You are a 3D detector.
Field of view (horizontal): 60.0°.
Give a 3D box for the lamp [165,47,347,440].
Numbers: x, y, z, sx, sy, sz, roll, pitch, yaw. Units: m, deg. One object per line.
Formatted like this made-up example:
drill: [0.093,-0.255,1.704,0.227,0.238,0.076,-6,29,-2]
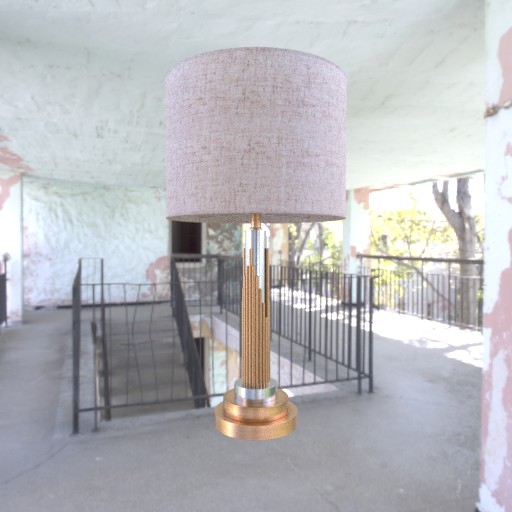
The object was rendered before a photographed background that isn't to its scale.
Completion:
lamp: [0.000,0.000,0.806,0.321,0.610,0.321,0,1,0]
